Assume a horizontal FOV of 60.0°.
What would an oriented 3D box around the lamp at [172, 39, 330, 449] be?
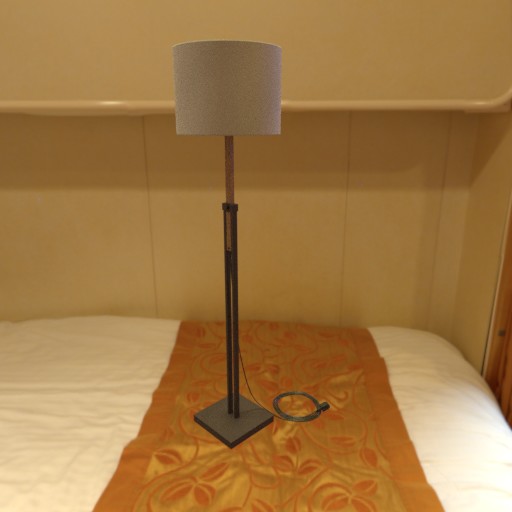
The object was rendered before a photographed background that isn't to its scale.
[{"bbox_3d":[0.000,0.000,1.950,0.639,1.650,0.474,-16,23,-42],"label":"lamp"}]
